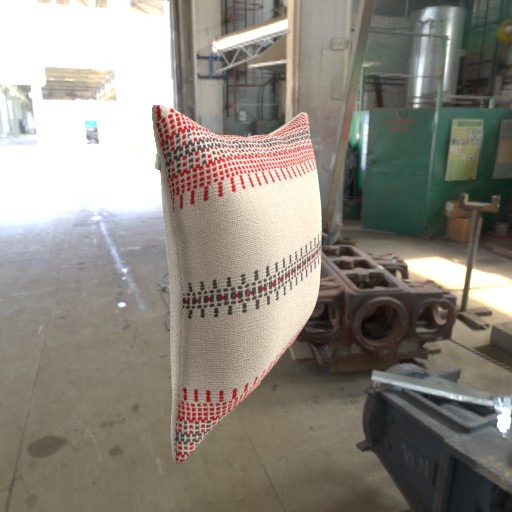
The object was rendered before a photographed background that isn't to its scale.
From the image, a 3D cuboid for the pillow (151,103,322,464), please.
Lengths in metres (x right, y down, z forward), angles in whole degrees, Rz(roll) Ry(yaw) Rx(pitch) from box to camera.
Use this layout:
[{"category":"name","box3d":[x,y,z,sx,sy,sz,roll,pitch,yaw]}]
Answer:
[{"category":"pillow","box3d":[0.000,0.000,0.719,0.160,0.454,0.463,8,18,25]}]
